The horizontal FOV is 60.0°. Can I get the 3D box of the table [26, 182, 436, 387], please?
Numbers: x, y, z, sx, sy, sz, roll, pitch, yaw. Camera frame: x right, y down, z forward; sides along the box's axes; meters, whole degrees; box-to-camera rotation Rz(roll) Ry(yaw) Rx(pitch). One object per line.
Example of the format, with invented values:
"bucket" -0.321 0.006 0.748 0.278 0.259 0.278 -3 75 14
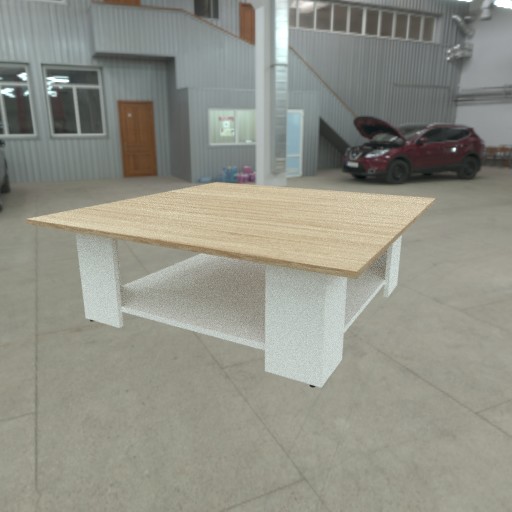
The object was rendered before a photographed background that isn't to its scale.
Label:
"table" 0.000 0.000 1.373 0.890 0.305 0.890 9 19 28
